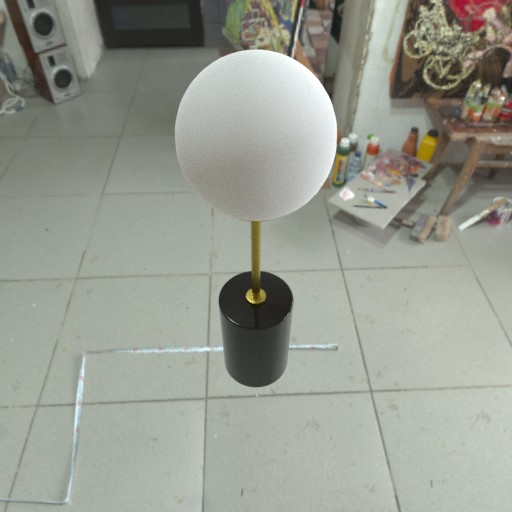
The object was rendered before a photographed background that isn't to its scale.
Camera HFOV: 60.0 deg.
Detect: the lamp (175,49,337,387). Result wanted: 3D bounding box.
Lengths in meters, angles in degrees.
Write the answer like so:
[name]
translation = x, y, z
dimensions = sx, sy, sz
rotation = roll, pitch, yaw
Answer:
[lamp]
translation = 0.000, 0.000, 0.542
dimensions = 0.153, 0.480, 0.153
rotation = 0, 46, 0
